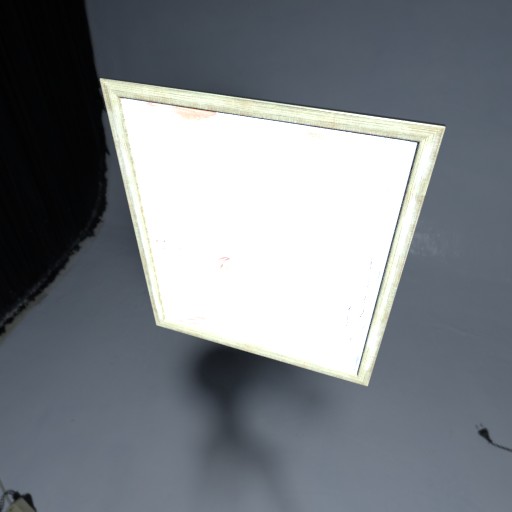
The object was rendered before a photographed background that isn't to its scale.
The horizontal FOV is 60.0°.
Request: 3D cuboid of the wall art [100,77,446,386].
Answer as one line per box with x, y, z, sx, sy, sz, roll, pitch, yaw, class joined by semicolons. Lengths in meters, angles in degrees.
0.000;0.000;0.777;0.483;0.559;0.009;13;43;14;wall art
